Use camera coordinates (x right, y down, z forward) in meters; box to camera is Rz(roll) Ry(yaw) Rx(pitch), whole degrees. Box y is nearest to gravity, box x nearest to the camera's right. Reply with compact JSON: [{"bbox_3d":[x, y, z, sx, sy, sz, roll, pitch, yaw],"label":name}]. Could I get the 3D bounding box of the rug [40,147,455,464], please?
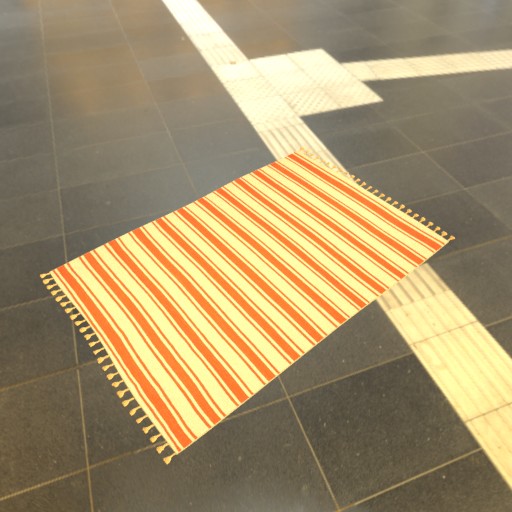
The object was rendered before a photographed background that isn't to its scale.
[{"bbox_3d":[0.000,0.000,3.039,2.433,0.022,1.556,-31,53,-27],"label":"rug"}]
